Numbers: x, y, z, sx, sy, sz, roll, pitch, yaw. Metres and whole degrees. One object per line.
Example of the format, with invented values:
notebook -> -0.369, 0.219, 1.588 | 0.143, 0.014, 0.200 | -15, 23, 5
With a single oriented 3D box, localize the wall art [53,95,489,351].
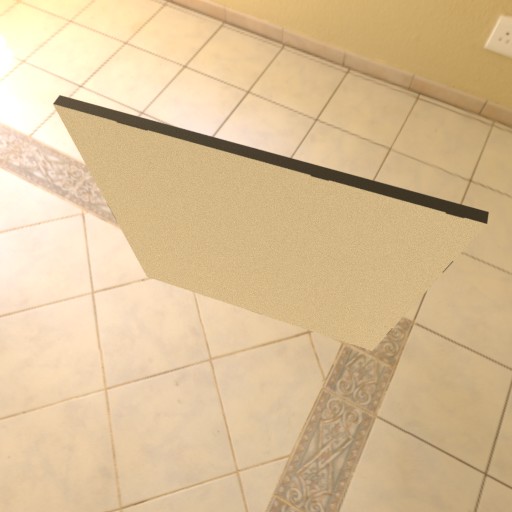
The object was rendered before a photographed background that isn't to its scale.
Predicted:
wall art -> 0.000, 0.000, 0.633 | 0.446, 0.445, 0.014 | 17, 65, 8
